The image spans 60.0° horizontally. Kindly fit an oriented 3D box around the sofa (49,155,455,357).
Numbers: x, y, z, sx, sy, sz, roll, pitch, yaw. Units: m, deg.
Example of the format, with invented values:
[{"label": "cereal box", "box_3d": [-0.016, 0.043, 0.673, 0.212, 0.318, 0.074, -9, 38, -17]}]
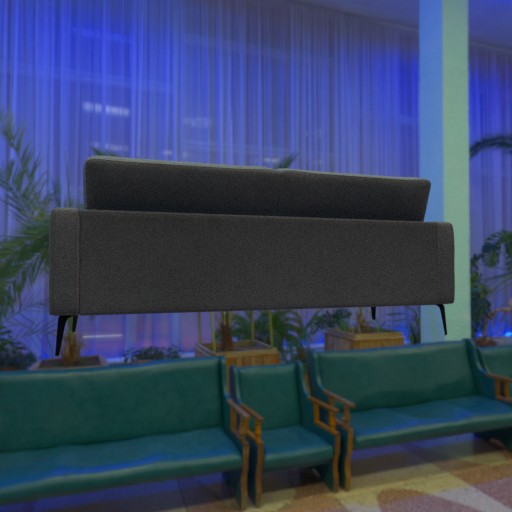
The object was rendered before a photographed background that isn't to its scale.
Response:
[{"label": "sofa", "box_3d": [0.000, 0.000, 2.366, 1.925, 0.828, 0.774, 0, -1, -17]}]
